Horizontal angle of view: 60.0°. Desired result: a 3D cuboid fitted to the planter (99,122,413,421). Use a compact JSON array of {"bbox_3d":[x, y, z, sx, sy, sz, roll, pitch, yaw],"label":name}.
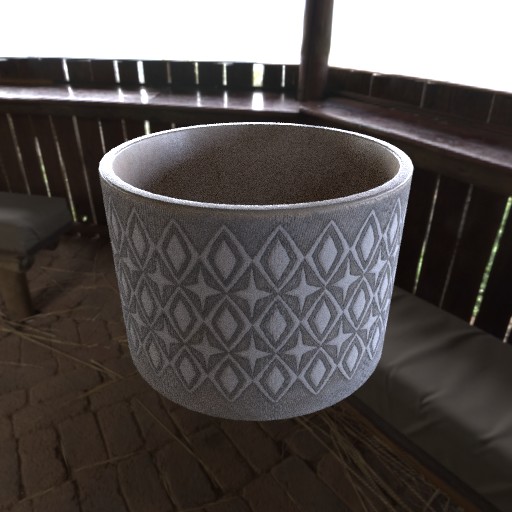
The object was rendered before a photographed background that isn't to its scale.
[{"bbox_3d":[0.000,0.000,0.272,0.164,0.127,0.164,0,28,0],"label":"planter"}]
